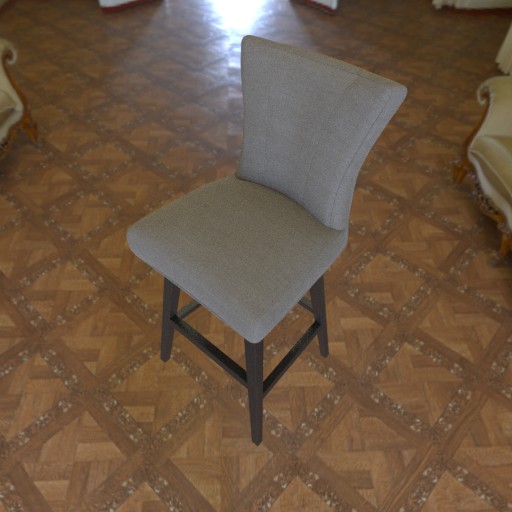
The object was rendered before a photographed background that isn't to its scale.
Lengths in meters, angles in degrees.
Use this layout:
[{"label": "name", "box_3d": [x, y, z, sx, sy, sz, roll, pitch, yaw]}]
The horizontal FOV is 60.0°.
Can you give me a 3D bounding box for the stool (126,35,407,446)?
[{"label": "stool", "box_3d": [0.000, 0.000, 1.387, 0.514, 1.086, 0.574, 32, 54, 28]}]
